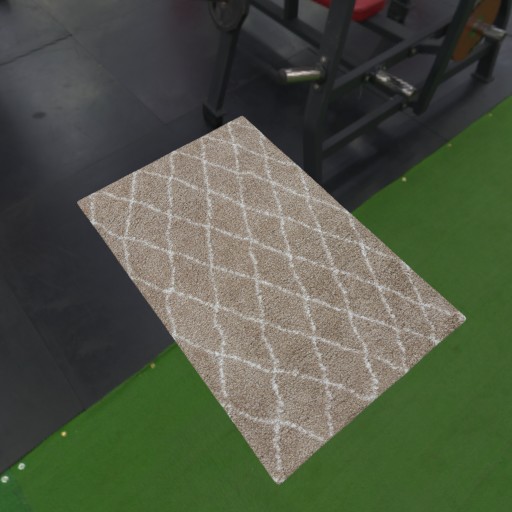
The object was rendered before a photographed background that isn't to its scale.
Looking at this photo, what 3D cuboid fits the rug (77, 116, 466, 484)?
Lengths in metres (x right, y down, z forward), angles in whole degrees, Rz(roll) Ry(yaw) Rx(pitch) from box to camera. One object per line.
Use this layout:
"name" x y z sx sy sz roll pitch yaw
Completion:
"rug" 0.000 0.000 3.522 1.778 0.030 2.743 -33 64 -19
